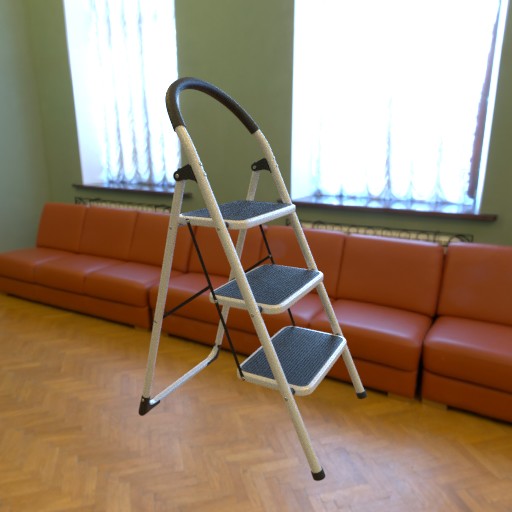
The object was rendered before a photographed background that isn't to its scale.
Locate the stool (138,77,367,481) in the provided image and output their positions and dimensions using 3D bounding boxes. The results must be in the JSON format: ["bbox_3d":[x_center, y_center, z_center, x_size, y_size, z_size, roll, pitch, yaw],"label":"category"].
[{"bbox_3d":[0.000,0.000,1.439,0.676,1.109,0.485,8,17,27],"label":"stool"}]
